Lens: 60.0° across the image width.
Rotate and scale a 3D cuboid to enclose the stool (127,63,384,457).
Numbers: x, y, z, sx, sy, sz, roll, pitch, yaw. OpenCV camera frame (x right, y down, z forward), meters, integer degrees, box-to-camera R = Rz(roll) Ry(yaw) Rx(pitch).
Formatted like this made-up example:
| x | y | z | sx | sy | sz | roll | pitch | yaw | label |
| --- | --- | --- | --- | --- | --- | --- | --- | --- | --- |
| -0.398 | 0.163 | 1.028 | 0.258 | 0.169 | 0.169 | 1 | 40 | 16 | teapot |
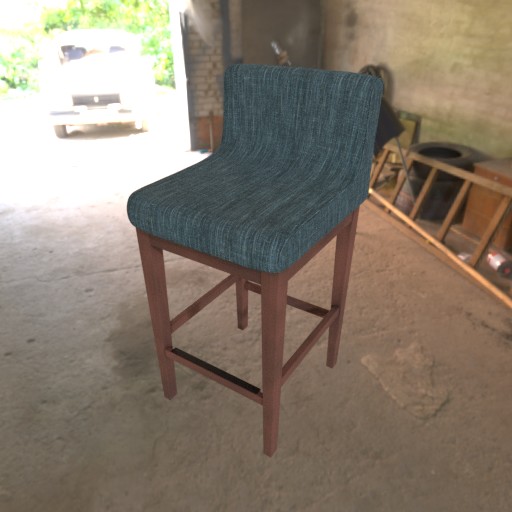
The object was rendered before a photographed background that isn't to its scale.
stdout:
| x | y | z | sx | sy | sz | roll | pitch | yaw | label |
| --- | --- | --- | --- | --- | --- | --- | --- | --- | --- |
| 0.000 | 0.000 | 1.107 | 0.395 | 0.835 | 0.459 | 18 | 35 | 28 | stool |
